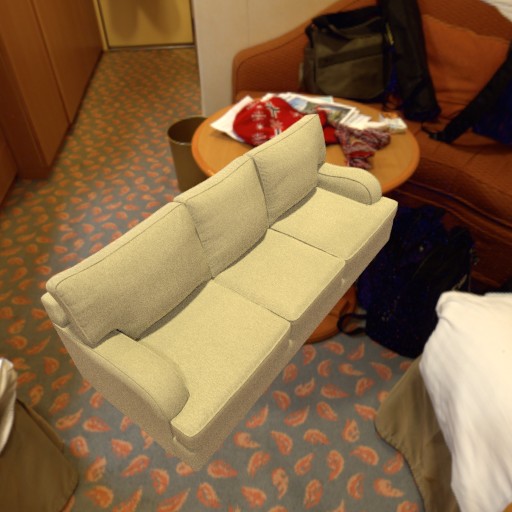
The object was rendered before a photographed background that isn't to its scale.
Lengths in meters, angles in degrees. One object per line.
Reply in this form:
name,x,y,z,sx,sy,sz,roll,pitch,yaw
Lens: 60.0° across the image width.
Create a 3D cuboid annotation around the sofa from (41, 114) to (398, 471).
sofa,0.000,0.000,2.858,1.016,0.991,2.323,26,48,26
